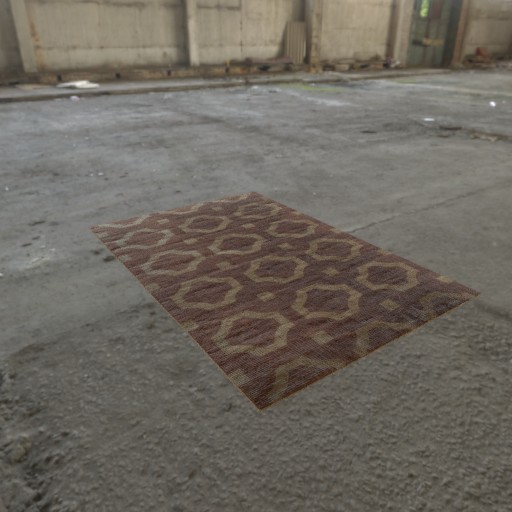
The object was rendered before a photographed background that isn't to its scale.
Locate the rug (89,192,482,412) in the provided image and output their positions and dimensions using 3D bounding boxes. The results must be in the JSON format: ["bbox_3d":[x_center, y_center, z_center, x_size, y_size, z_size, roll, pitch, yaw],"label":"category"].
[{"bbox_3d":[0.000,0.000,2.967,1.555,0.016,2.286,-17,31,-31],"label":"rug"}]
